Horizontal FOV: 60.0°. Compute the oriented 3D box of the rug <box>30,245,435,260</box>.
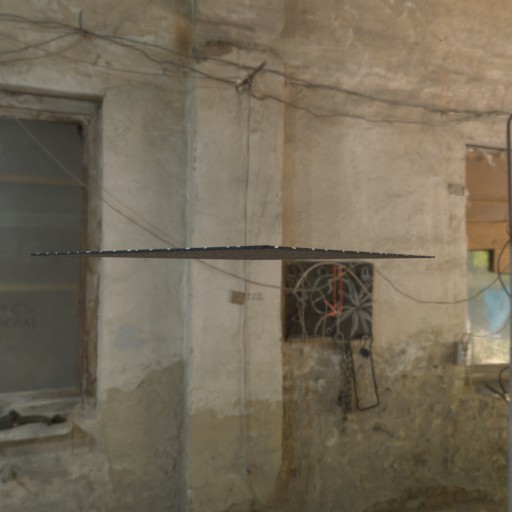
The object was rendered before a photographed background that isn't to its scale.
[{"bbox_3d":[0.000,0.000,4.173,2.439,0.022,3.047,-1,-2,37],"label":"rug"}]
